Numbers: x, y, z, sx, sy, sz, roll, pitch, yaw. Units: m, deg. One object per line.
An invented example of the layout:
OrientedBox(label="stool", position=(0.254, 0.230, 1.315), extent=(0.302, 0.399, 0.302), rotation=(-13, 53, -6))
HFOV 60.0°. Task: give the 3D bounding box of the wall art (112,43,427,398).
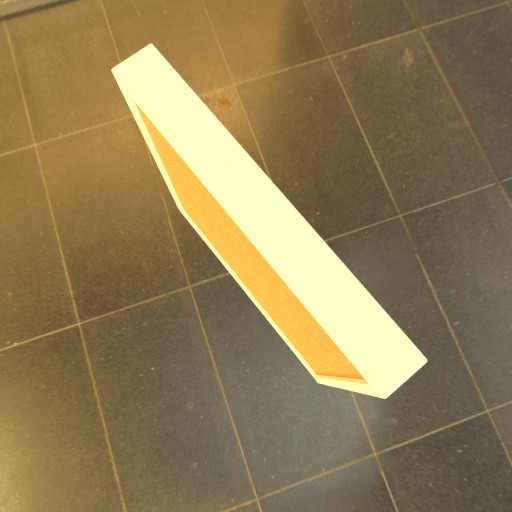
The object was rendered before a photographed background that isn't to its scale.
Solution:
OrientedBox(label="wall art", position=(0.000, 0.000, 0.455), extent=(0.038, 0.305, 0.305), rotation=(-38, 79, -9))
